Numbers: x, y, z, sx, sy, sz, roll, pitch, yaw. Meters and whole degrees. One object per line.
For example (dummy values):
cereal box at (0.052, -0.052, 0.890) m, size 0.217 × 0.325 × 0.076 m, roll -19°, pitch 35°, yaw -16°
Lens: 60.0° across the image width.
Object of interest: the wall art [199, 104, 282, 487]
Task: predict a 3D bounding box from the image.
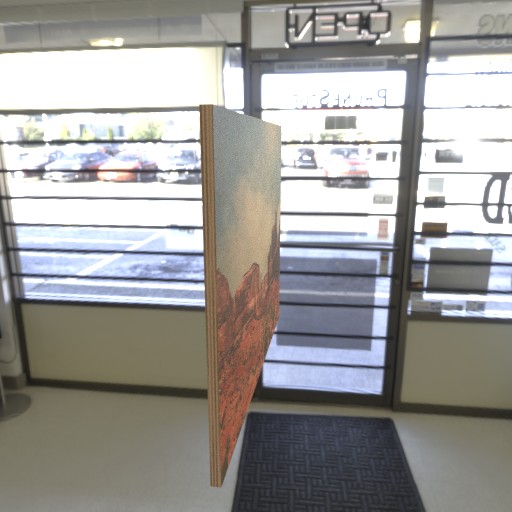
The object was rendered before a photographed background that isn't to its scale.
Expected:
wall art at (0.000, 0.000, 0.688) m, size 0.013 × 0.406 × 0.508 m, roll 3°, pitch 14°, yaw 10°
